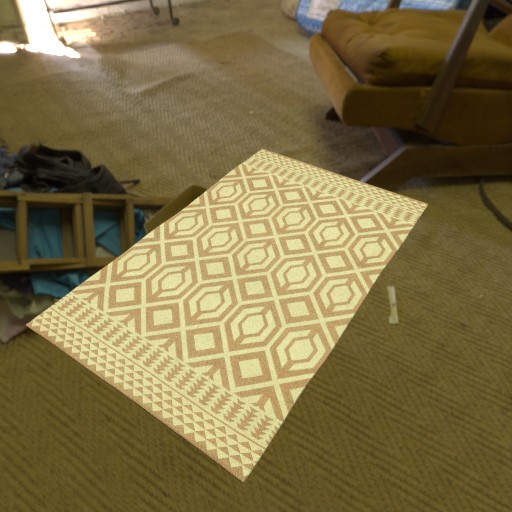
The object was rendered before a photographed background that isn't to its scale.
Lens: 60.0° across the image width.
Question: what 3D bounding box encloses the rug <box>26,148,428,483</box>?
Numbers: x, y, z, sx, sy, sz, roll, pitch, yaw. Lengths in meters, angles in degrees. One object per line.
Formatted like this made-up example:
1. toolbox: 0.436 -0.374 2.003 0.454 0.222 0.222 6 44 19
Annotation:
1. rug: 0.000 0.000 2.944 1.526 0.011 2.435 25 48 24
